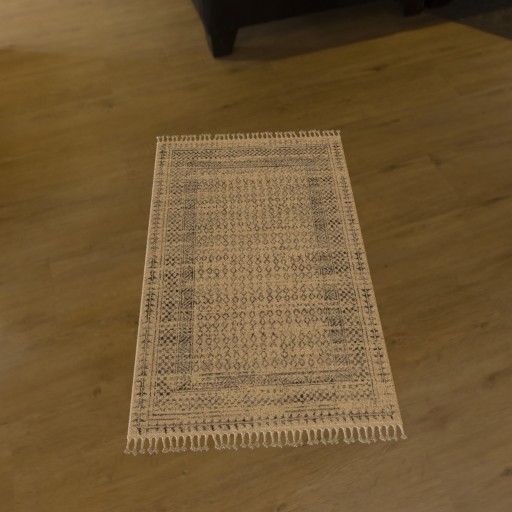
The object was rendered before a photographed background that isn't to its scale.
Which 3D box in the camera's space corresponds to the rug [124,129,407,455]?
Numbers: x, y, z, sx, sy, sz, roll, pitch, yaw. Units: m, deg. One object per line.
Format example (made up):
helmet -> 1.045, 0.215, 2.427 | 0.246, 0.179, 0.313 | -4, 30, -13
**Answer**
rug -> 0.000, 0.000, 3.067 | 1.548, 0.013, 2.486 | -2, 57, -1
